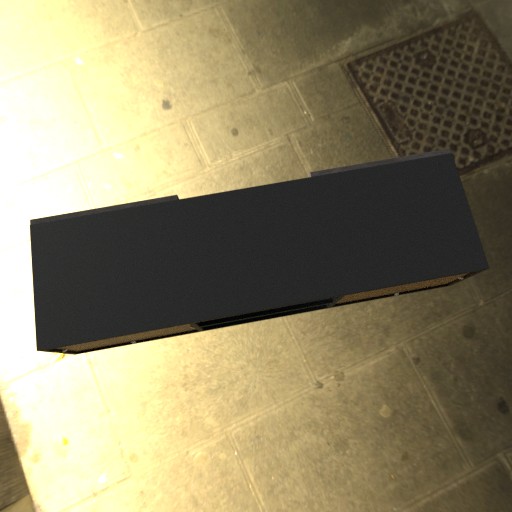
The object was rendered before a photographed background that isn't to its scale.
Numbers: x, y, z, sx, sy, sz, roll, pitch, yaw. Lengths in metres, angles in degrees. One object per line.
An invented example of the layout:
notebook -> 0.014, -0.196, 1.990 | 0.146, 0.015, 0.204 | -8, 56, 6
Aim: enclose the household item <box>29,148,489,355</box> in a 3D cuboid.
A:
household item -> 0.000, 0.000, 1.548 | 1.400, 0.310, 0.420 | -10, 75, -3
